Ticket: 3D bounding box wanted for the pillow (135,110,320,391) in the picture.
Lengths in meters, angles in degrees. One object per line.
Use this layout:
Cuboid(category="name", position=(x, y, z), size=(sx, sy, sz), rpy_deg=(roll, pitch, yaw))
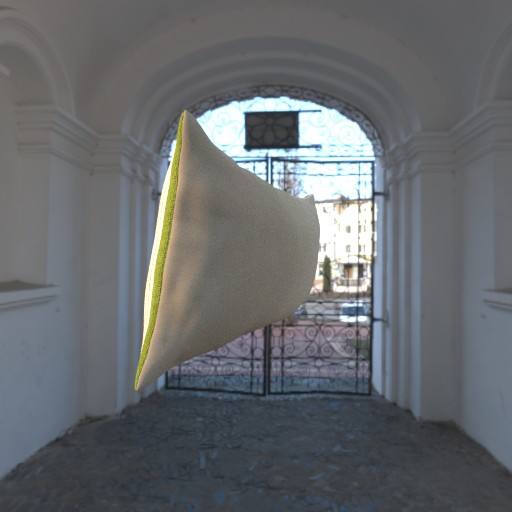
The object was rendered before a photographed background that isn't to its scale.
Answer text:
Cuboid(category="pillow", position=(0.000, 0.000, 0.735), size=(0.156, 0.292, 0.608), rpy_deg=(0, -1, 19))
